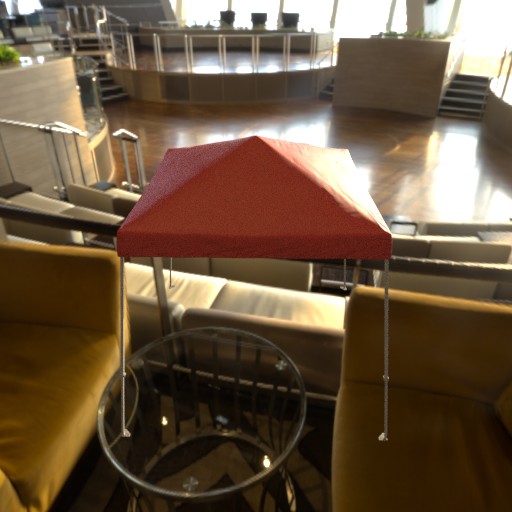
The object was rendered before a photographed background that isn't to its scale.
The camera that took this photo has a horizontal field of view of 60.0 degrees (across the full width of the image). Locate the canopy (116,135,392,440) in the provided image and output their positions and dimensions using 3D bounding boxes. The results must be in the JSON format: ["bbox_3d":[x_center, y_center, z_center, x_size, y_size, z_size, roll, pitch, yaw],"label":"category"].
[{"bbox_3d":[0.000,0.000,6.610,3.599,3.600,3.600,1,31,1],"label":"canopy"}]
